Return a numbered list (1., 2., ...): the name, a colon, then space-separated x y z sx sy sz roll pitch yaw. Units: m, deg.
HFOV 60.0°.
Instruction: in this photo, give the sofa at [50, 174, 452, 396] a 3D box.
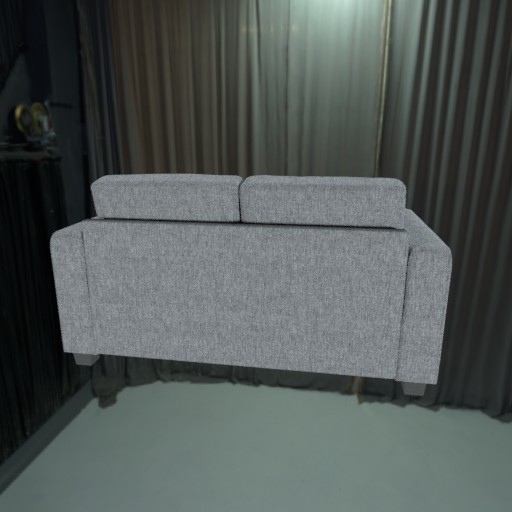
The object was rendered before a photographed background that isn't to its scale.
1. sofa: 0.000 0.000 2.068 1.520 0.800 0.900 3 16 9
